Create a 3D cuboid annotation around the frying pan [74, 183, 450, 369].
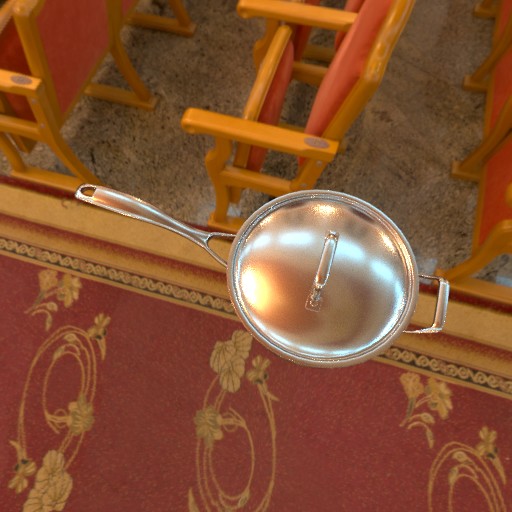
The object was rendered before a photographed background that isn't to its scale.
[{"bbox_3d":[0.000,0.000,0.589,0.492,0.111,0.245,16,66,7],"label":"frying pan"}]
